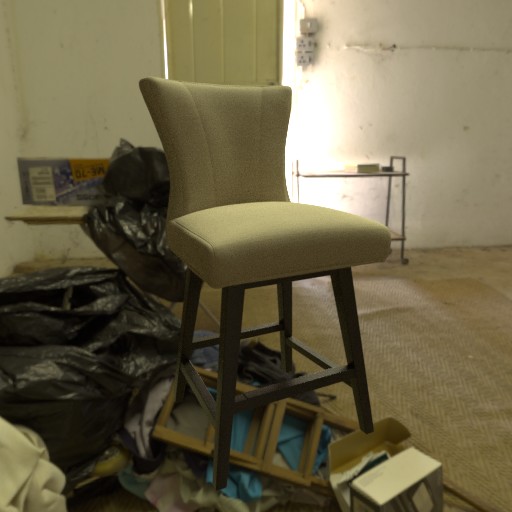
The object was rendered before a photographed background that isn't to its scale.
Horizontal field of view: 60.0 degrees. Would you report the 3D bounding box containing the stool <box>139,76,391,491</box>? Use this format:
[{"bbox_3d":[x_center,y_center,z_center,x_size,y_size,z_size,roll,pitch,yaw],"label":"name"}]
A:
[{"bbox_3d":[0.000,0.000,1.290,0.514,1.000,0.574,-7,16,-26],"label":"stool"}]
